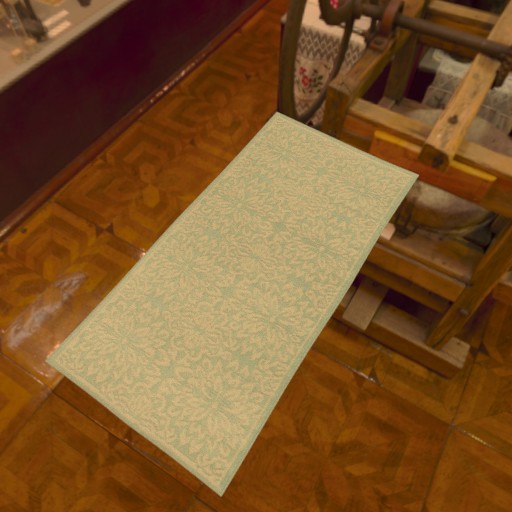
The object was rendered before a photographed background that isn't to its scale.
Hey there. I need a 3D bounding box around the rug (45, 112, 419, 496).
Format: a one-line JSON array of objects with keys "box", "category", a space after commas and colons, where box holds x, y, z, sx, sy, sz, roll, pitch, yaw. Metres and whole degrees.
[{"box": [0.000, 0.000, 1.410, 0.604, 0.007, 1.219, 29, 63, 17], "category": "rug"}]
